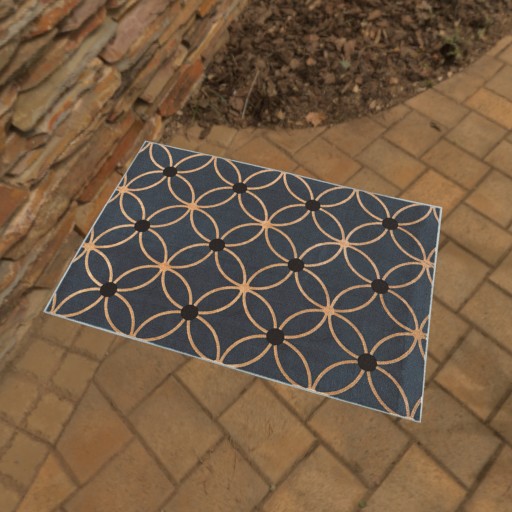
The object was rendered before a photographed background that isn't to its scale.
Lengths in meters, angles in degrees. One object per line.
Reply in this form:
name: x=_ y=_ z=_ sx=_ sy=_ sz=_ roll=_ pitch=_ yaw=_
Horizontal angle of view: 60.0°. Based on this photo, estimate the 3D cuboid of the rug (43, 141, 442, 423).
rug: x=0.000 y=0.000 z=2.914 sx=2.284 sy=0.008 sz=1.522 roll=14 pitch=60 yaw=8
